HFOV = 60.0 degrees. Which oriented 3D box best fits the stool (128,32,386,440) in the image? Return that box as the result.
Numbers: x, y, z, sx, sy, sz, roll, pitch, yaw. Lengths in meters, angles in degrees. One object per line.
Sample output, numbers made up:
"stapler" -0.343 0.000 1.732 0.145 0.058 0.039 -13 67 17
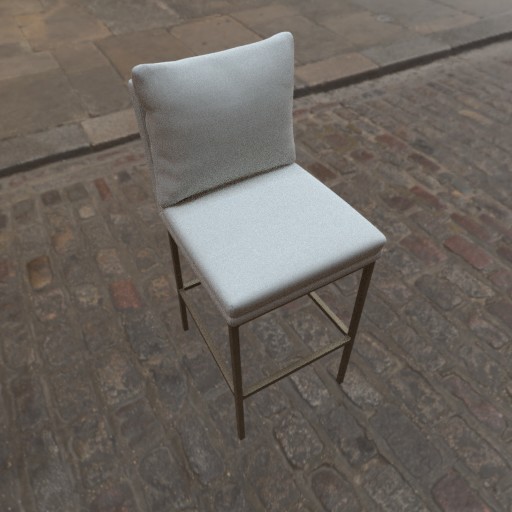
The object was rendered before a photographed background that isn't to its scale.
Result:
"stool" 0.000 0.000 1.370 0.463 1.125 0.572 -22 50 -21
